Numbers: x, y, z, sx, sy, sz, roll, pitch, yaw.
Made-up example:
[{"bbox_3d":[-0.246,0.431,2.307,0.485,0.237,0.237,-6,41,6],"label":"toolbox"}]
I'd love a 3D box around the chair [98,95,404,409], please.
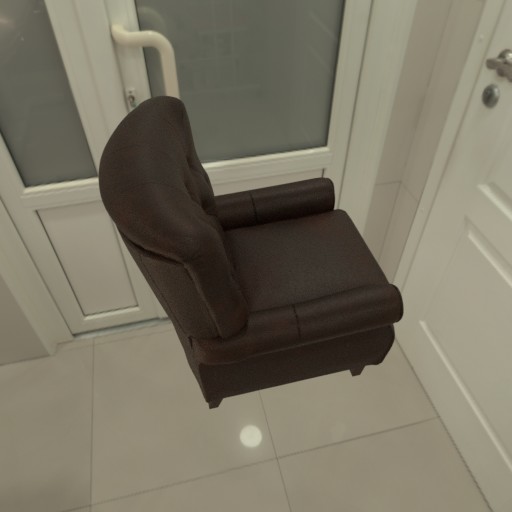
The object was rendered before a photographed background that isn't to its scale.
[{"bbox_3d":[0.000,0.000,1.887,1.058,1.158,0.948,-10,46,-10],"label":"chair"}]
